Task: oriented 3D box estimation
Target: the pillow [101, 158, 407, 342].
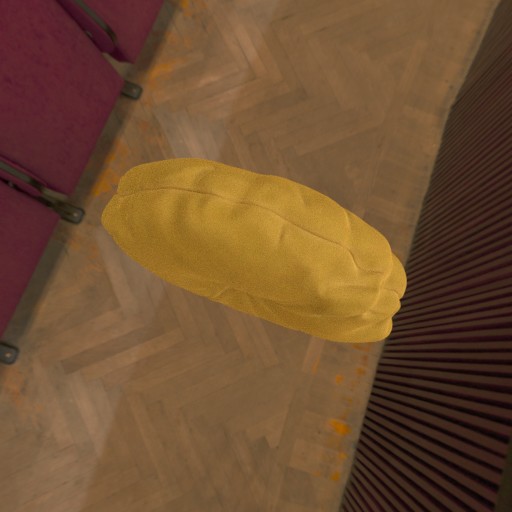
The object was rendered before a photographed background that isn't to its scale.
[{"bbox_3d":[0.000,0.000,0.630,0.428,0.407,0.148,20,78,4],"label":"pillow"}]
